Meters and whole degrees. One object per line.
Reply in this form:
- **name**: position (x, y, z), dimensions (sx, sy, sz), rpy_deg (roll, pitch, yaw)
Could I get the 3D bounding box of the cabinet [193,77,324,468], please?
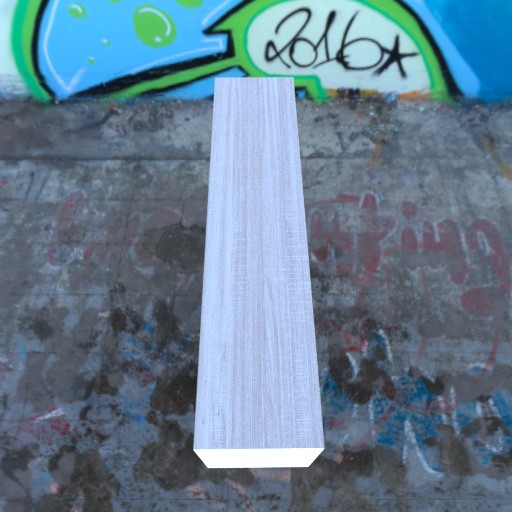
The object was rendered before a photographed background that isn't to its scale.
- **cabinet**: position (0.000, 0.000, 2.597), dimensions (0.500, 0.780, 2.200), rpy_deg (-1, 59, 0)
